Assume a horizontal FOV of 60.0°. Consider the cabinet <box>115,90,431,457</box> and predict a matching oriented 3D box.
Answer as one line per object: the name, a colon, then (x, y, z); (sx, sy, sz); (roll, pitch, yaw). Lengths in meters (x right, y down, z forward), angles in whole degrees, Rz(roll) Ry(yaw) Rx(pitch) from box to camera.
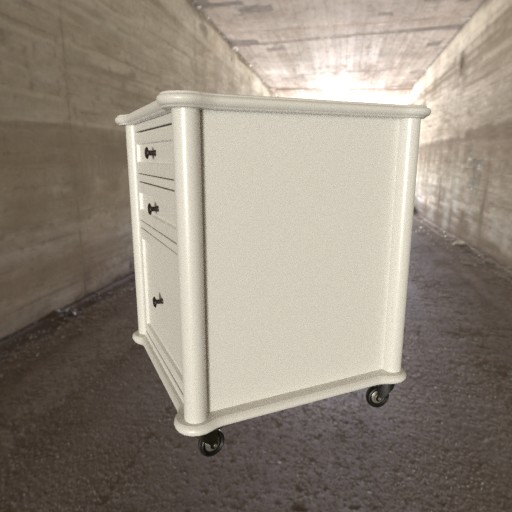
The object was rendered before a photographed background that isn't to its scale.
cabinet: (0.000, 0.000, 1.222); (0.627, 0.761, 0.628); (-6, 14, -24)
